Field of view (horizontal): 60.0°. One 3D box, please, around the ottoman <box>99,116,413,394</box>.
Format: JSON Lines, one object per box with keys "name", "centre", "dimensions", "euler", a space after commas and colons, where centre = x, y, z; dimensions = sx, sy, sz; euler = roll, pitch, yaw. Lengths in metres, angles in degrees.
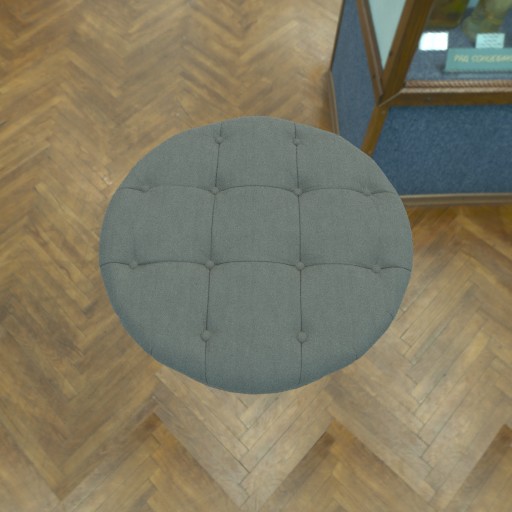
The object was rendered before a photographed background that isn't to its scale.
{"name": "ottoman", "centre": [0.000, 0.000, 1.420], "dimensions": [0.901, 0.439, 0.901], "euler": [0, 64, 0]}
